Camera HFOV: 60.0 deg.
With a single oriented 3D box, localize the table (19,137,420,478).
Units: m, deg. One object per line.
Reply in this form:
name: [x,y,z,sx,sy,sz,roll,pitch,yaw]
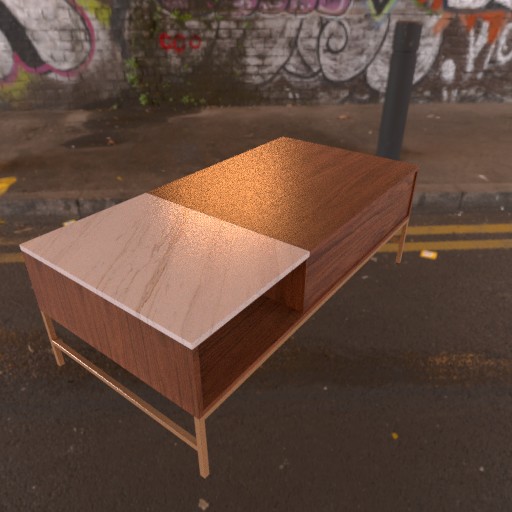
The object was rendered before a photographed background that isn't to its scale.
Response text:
table: [0.000,0.000,1.936,0.789,0.551,1.553,21,37,31]
